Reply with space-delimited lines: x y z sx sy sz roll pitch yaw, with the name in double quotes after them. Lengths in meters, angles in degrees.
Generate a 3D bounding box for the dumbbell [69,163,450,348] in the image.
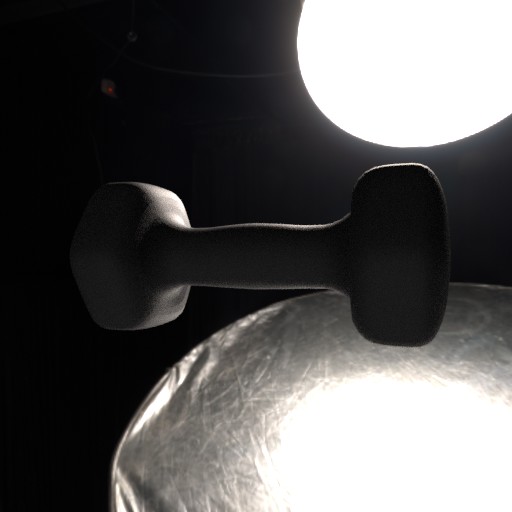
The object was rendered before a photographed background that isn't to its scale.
0.000 0.000 0.300 0.240 0.105 0.116 0 0 20 "dumbbell"
